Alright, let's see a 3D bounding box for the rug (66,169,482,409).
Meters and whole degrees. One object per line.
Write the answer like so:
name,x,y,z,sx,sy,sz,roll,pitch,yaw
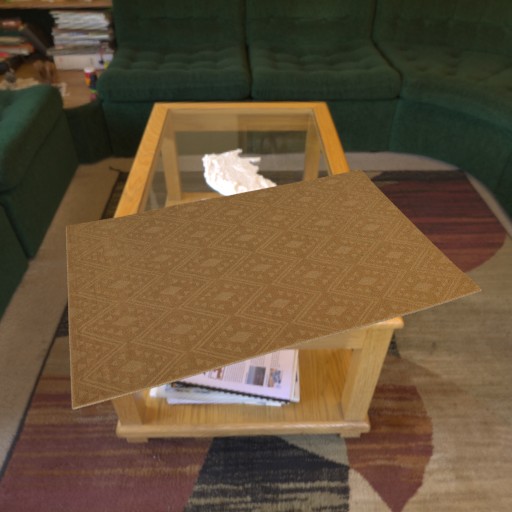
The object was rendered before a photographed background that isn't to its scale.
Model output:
rug,0.000,0.000,3.007,2.430,0.053,1.553,-13,43,-14
